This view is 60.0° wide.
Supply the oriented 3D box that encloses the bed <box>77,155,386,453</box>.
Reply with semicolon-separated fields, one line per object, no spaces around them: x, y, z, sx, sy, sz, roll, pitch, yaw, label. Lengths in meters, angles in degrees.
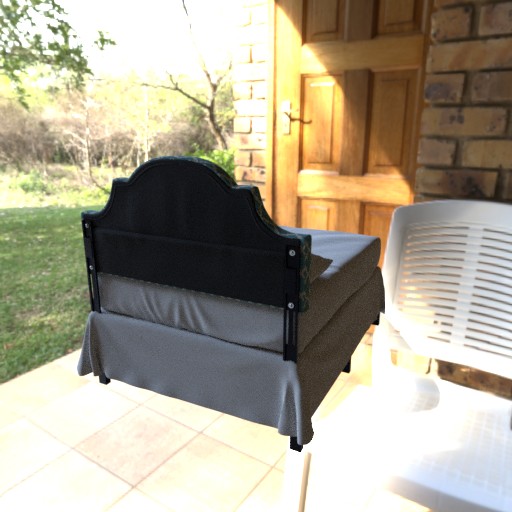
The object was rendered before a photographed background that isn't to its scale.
0.000;0.000;3.485;1.780;1.633;2.222;8;18;27;bed
